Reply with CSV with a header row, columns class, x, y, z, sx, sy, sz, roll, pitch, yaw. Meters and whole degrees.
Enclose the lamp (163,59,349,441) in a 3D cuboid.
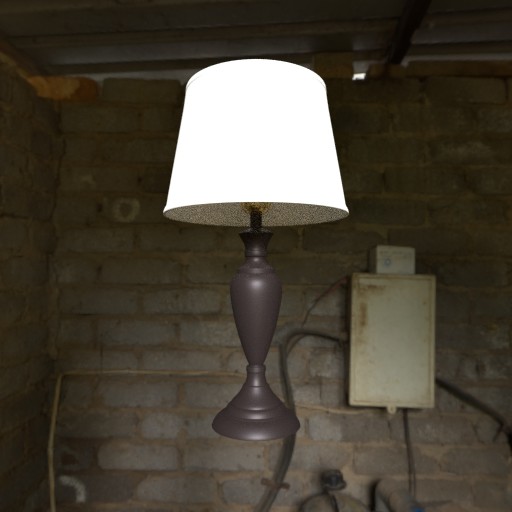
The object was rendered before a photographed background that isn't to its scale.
class,x,y,z,sx,sy,sz,roll,pitch,yaw
lamp,0.000,0.000,0.814,0.335,0.611,0.335,0,-2,0
